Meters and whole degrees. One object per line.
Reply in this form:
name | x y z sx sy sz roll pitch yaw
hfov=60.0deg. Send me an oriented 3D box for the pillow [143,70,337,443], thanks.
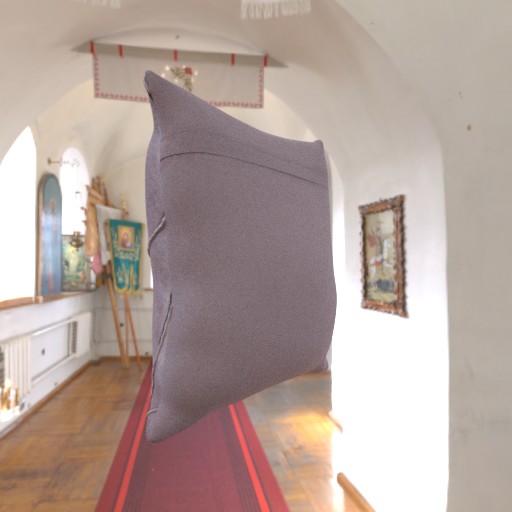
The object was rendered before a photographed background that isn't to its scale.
pillow | 0.000 0.000 0.683 0.185 0.440 0.439 0 0 36
